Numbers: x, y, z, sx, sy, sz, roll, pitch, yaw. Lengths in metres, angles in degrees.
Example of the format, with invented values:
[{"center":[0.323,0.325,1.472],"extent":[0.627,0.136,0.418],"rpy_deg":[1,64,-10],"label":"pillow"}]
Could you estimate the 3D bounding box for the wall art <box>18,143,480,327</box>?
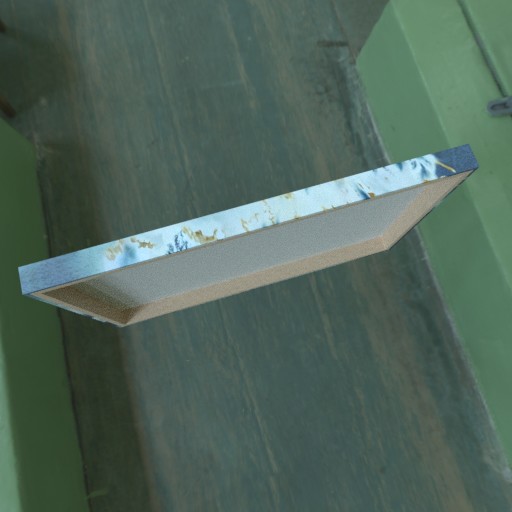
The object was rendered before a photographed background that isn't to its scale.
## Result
[{"center":[0.000,0.000,0.766],"extent":[0.607,0.405,0.036],"rpy_deg":[-16,76,-4],"label":"wall art"}]
